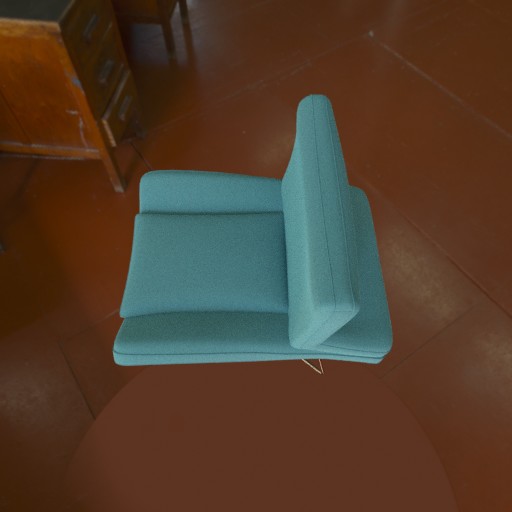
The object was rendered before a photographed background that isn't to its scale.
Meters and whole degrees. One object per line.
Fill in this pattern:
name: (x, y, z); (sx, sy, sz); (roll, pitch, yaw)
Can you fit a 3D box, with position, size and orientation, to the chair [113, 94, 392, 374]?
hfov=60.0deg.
chair: (0.000, 0.000, 1.716); (1.008, 0.855, 0.859); (0, 59, 0)
